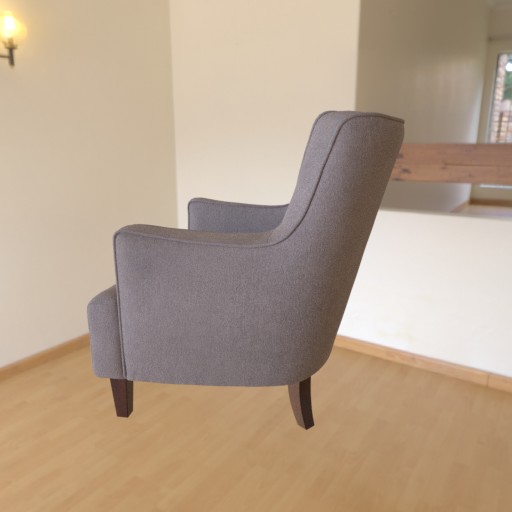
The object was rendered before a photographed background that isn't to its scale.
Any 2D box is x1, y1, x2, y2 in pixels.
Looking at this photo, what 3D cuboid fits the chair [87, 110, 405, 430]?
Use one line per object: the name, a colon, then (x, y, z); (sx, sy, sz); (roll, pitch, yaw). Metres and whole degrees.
chair: (0.000, 0.000, 1.544); (0.910, 0.919, 0.781); (2, 15, 9)
